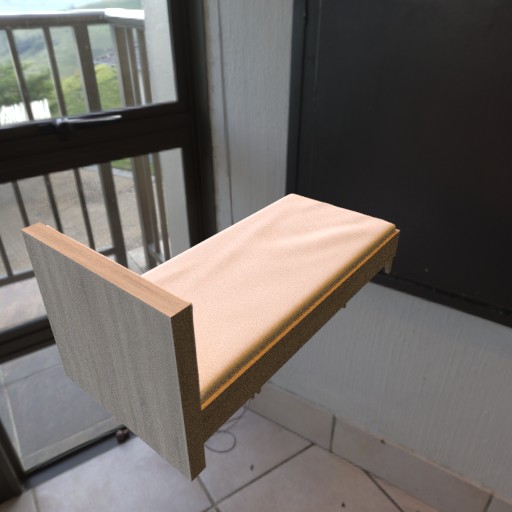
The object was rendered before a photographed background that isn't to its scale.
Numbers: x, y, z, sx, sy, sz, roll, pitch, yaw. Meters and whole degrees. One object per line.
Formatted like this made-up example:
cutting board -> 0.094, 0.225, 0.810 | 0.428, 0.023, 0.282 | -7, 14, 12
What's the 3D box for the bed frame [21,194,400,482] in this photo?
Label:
bed frame -> 0.000, 0.000, 2.676 | 0.990, 0.920, 2.140 | 23, 38, 32
